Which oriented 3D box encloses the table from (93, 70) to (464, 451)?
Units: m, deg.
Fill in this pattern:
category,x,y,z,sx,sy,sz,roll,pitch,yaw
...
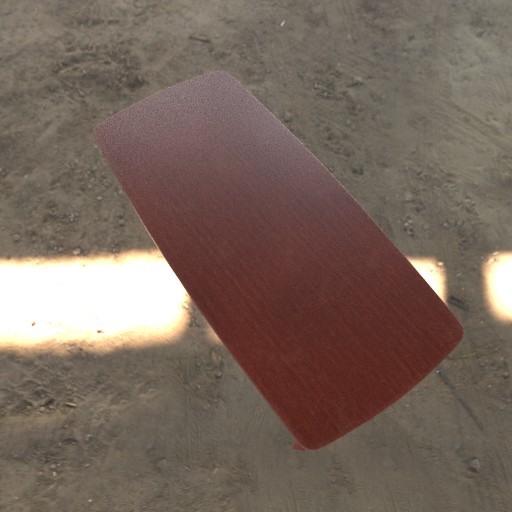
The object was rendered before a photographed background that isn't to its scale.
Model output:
category,x,y,z,sx,sy,sz,roll,pitch,yaw
table,0.000,0.000,1.488,0.561,0.473,1.216,-31,67,-15
